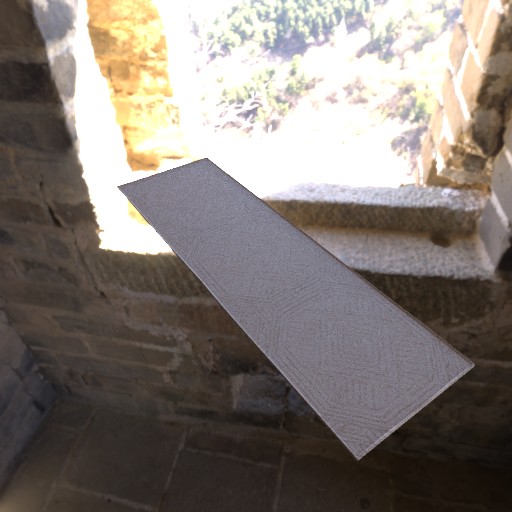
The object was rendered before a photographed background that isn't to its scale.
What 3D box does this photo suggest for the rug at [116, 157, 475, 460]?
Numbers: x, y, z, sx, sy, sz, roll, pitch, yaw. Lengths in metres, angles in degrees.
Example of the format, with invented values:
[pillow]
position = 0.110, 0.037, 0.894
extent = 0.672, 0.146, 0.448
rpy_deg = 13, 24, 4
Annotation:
[rug]
position = 0.000, 0.000, 2.656
extent = 0.775, 0.012, 2.452
rpy_deg = -25, 47, -26
